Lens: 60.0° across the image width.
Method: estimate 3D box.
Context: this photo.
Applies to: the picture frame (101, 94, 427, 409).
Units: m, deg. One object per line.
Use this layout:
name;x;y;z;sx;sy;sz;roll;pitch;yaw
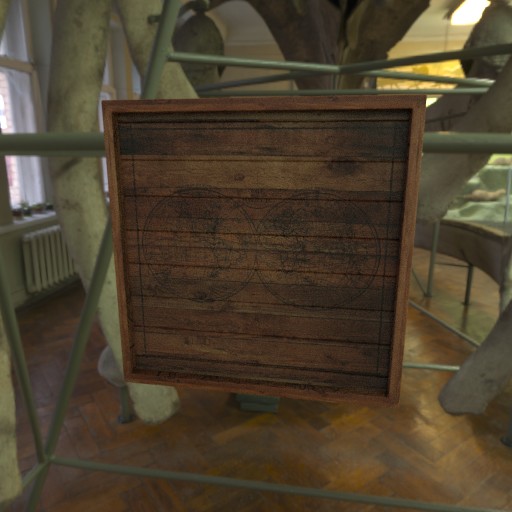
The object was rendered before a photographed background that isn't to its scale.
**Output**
picture frame;0.000;0.000;0.529;0.352;0.356;0.028;3;15;10
